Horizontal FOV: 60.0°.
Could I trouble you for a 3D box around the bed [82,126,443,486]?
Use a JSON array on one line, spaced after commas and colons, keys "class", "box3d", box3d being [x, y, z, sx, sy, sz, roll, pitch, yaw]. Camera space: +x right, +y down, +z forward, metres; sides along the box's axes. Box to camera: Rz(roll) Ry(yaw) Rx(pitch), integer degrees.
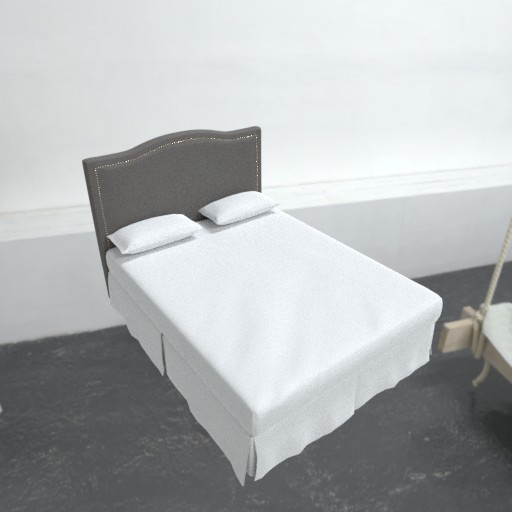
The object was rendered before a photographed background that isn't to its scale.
[{"class": "bed", "box3d": [0.000, 0.000, 3.415, 1.821, 1.436, 2.282, -21, 37, -31]}]
